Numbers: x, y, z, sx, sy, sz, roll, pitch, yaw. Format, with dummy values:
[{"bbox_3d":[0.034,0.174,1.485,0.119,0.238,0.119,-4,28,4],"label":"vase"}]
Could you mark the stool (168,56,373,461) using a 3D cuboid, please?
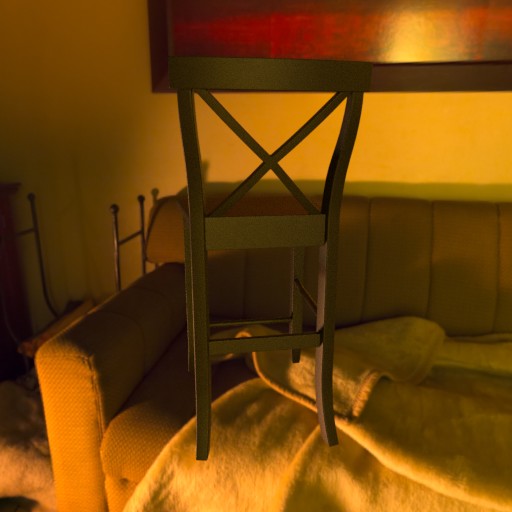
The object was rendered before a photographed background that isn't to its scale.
[{"bbox_3d":[0.000,0.000,1.293,0.452,0.989,0.559,-2,15,-9],"label":"stool"}]
